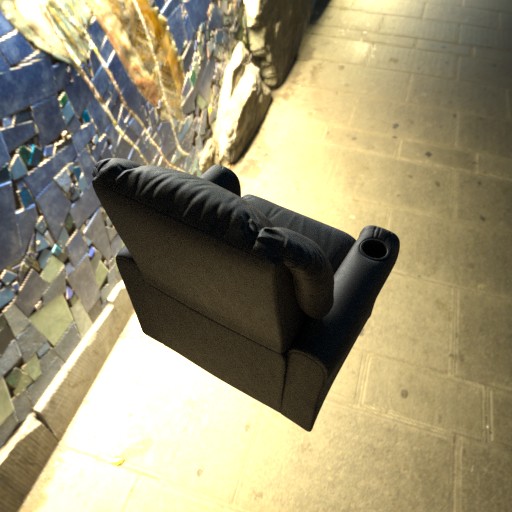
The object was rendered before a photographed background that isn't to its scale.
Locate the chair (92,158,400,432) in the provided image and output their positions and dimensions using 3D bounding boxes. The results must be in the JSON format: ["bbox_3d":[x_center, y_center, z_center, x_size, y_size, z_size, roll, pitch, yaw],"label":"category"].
[{"bbox_3d":[0.000,0.000,1.115,0.610,0.709,0.521,25,52,21],"label":"chair"}]
